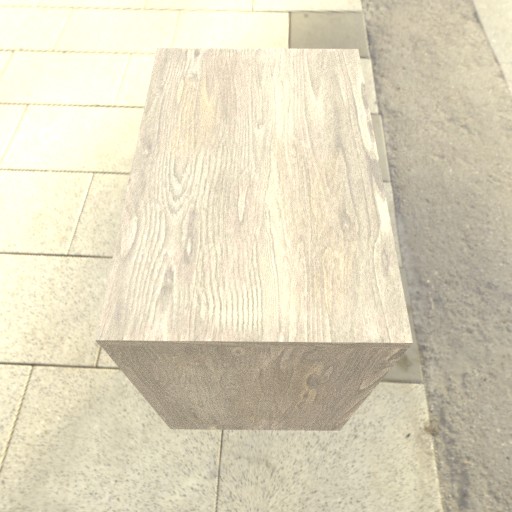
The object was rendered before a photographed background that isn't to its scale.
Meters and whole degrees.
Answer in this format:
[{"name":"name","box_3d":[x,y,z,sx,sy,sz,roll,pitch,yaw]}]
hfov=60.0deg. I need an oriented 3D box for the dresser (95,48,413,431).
[{"name":"dresser","box_3d":[0.000,0.000,1.274,0.529,0.762,0.809,0,58,0]}]
